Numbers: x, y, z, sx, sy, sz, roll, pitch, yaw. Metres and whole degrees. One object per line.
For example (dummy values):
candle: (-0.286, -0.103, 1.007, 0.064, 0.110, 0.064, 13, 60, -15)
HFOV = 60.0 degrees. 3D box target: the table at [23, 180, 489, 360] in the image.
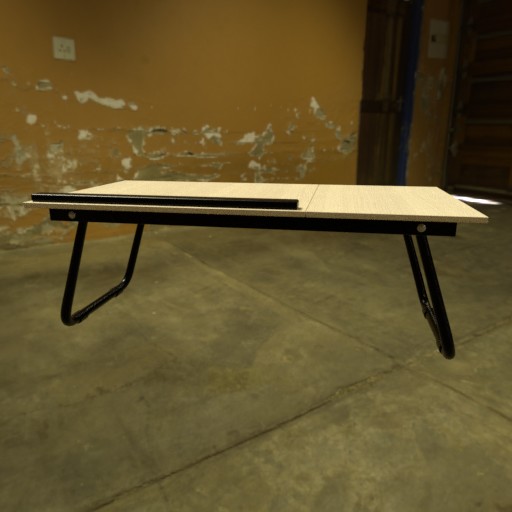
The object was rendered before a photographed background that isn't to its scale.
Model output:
table: (0.000, 0.000, 0.780, 0.644, 0.242, 0.322, 3, 16, 10)
